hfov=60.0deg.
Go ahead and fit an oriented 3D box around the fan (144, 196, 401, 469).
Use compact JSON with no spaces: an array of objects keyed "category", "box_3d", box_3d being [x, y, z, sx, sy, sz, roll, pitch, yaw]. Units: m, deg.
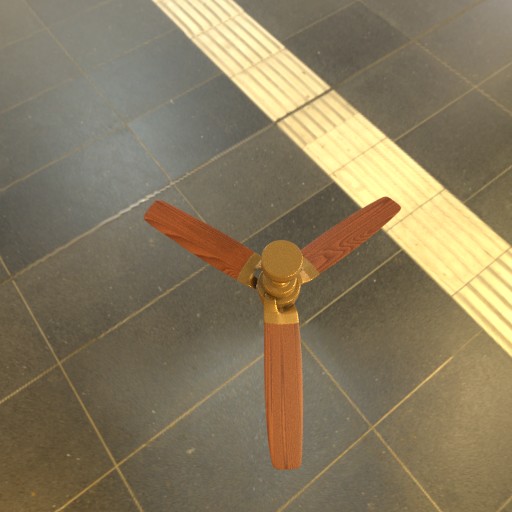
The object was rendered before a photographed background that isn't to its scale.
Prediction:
[{"category":"fan","box_3d":[0.000,0.000,2.076,1.271,0.425,1.416,31,68,14]}]
